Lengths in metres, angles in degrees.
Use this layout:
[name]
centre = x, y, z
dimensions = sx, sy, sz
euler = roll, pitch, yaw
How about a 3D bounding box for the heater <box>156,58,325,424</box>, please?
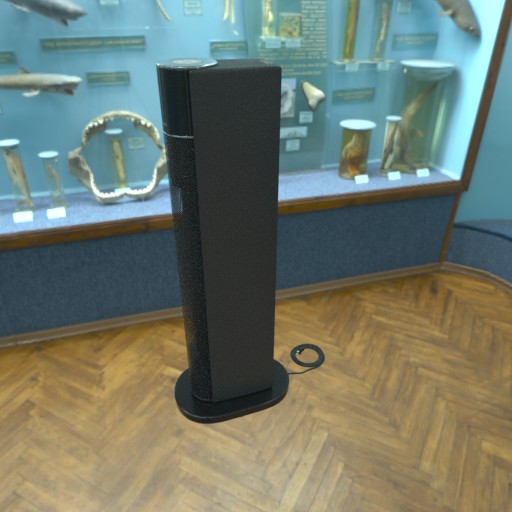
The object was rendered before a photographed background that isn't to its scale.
[heater]
centre = 0.000, 0.000, 1.045
dimensions = 0.458, 0.856, 0.214
euler = -8, 32, -13
